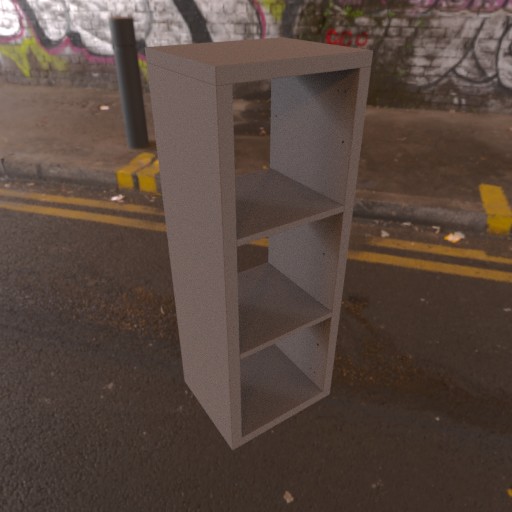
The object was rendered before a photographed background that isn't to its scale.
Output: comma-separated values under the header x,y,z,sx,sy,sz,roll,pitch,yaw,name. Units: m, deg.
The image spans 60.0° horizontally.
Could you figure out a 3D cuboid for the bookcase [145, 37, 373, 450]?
x,y,z,sx,sy,sz,roll,pitch,yaw,name
0.000,0.000,1.267,0.390,1.080,0.330,-19,36,-28,bookcase
